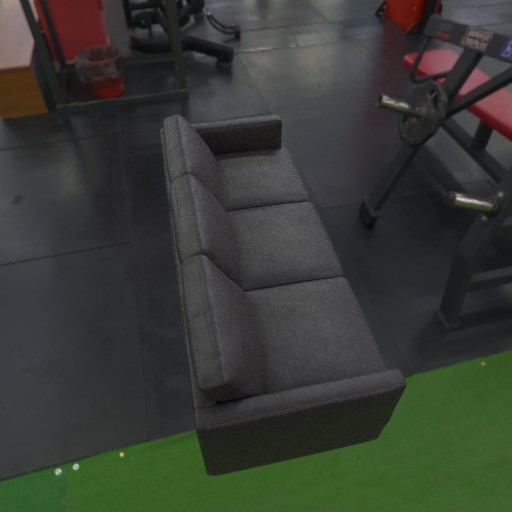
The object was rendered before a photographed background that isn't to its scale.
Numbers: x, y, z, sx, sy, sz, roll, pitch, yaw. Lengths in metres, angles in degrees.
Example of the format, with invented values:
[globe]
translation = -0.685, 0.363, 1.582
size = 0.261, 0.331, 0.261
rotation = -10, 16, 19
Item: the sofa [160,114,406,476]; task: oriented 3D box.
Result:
[sofa]
translation = 0.000, 0.000, 2.988
size = 1.045, 1.006, 2.464
rotation = -9, 48, -8
